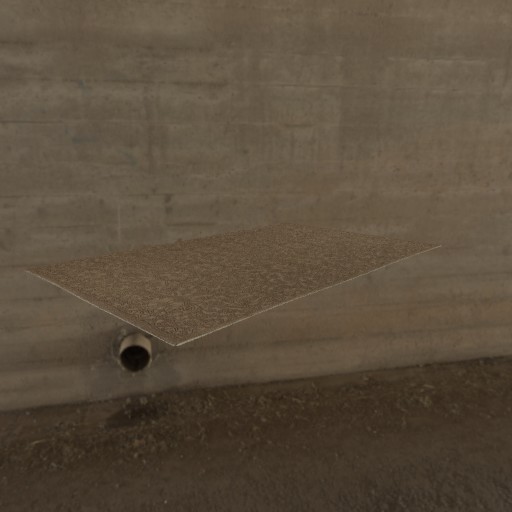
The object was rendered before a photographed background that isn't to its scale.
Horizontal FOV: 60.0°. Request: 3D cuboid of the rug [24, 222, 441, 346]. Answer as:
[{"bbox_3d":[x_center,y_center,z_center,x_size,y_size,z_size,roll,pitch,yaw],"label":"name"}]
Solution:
[{"bbox_3d":[0.000,0.000,2.987,1.529,0.012,2.435,13,19,42],"label":"rug"}]
